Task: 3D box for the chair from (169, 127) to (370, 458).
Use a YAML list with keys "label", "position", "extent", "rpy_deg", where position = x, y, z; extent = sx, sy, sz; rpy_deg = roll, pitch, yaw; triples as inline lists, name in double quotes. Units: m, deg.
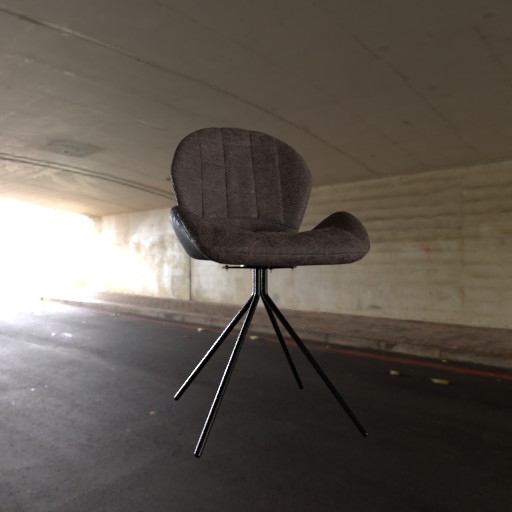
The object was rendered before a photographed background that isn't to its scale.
- label: "chair"
  position: [0.000, 0.000, 1.332]
  extent: [0.527, 0.934, 0.640]
  rpy_deg: [0, 0, -16]
